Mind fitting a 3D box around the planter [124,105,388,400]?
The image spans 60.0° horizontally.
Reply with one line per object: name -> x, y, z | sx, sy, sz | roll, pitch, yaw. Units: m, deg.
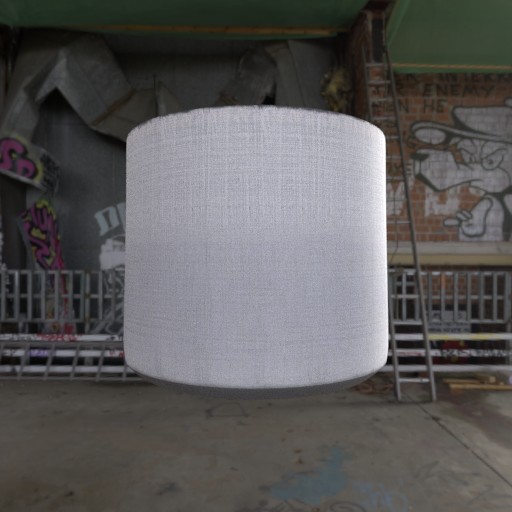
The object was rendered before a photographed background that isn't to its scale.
planter -> 0.000, 0.000, 0.444 | 0.254, 0.221, 0.254 | 0, 0, 0
